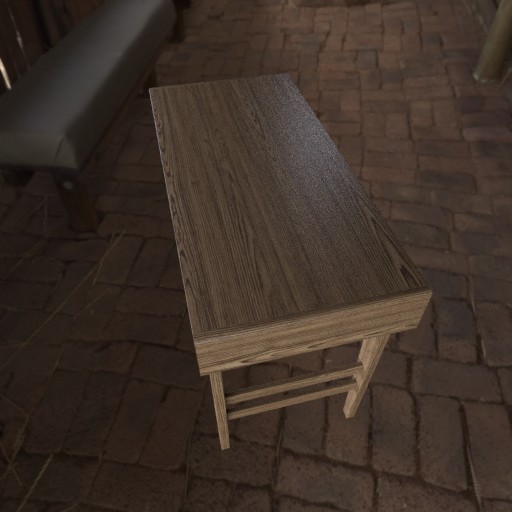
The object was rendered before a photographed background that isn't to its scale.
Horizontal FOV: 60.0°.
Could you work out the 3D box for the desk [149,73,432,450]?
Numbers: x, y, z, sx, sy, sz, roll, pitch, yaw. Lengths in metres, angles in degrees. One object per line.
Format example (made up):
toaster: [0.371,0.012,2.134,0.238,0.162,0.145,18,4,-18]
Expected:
desk: [0.000,0.000,1.516,0.508,0.755,1.067,-10,48,-9]
